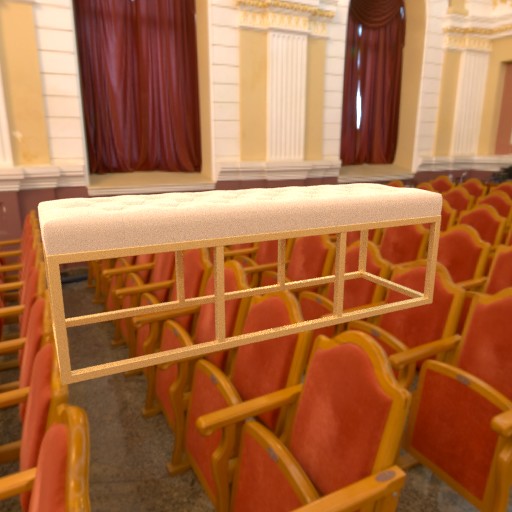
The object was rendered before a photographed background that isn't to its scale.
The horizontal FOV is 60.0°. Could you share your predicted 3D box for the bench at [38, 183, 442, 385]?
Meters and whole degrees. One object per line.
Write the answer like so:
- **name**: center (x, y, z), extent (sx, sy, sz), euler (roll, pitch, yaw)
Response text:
- **bench**: center (0.000, 0.000, 1.718), extent (1.473, 0.484, 0.457), euler (-7, 16, -26)
